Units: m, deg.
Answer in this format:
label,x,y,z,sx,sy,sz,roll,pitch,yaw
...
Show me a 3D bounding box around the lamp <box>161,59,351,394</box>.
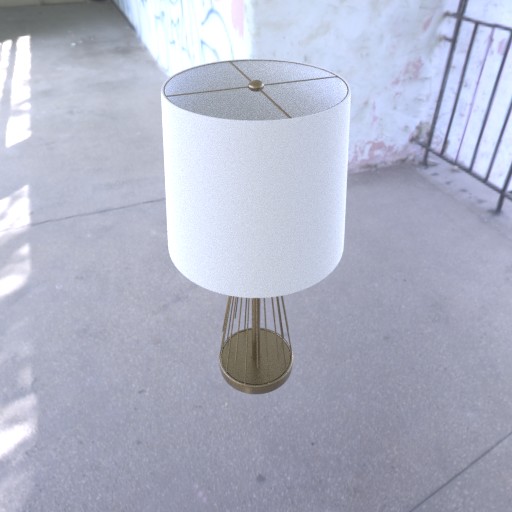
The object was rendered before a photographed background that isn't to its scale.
label,x,y,z,sx,sy,sz,roll,pitch,yaw
lamp,0.000,0.000,0.802,0.303,0.618,0.303,0,39,0
